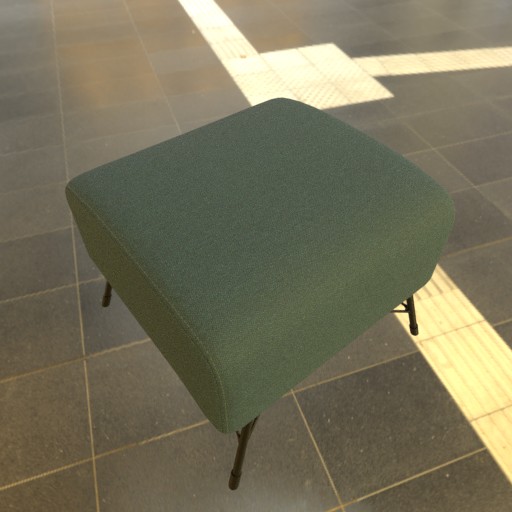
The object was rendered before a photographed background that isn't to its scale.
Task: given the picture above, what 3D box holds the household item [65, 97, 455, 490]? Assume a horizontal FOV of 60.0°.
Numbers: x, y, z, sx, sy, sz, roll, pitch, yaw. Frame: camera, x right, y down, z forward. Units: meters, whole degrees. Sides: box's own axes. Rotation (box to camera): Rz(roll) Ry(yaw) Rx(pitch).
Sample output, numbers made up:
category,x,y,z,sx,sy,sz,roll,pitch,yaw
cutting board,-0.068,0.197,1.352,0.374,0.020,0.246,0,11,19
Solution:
category,x,y,z,sx,sy,sz,roll,pitch,yaw
household item,0.000,0.000,0.880,0.530,0.420,0.530,-30,54,-25
